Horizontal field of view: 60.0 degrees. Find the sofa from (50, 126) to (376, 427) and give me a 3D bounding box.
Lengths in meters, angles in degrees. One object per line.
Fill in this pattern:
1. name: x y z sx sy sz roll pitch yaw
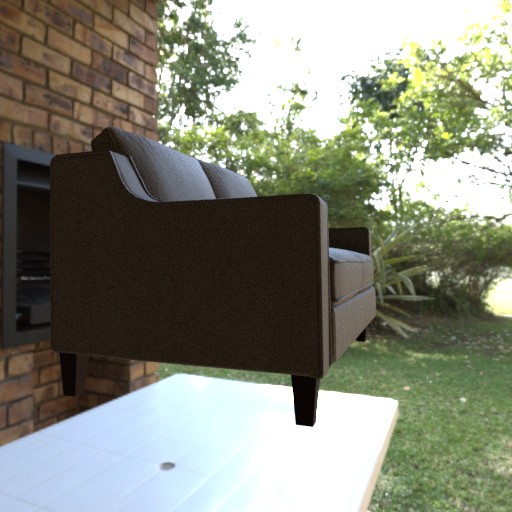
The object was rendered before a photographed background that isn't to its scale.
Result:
1. sofa: 0.000 0.000 2.069 0.985 0.981 1.503 0 0 20
